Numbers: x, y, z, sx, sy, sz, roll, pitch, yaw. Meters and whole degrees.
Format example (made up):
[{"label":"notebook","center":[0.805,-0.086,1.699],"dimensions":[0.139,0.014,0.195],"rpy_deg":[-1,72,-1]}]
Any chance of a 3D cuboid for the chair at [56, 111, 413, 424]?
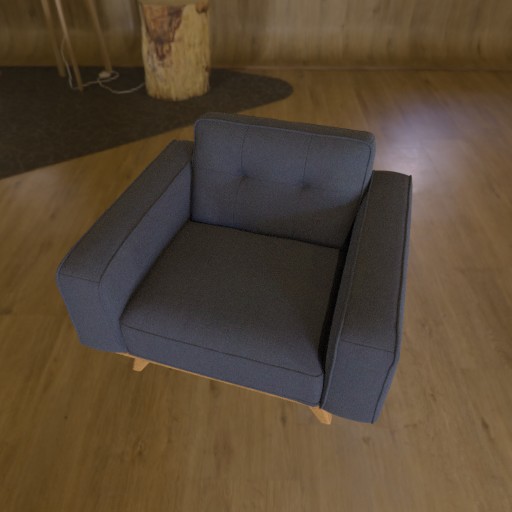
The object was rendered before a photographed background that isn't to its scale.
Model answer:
[{"label":"chair","center":[0.000,0.000,1.749],"dimensions":[1.118,0.783,0.953],"rpy_deg":[12,43,13]}]
